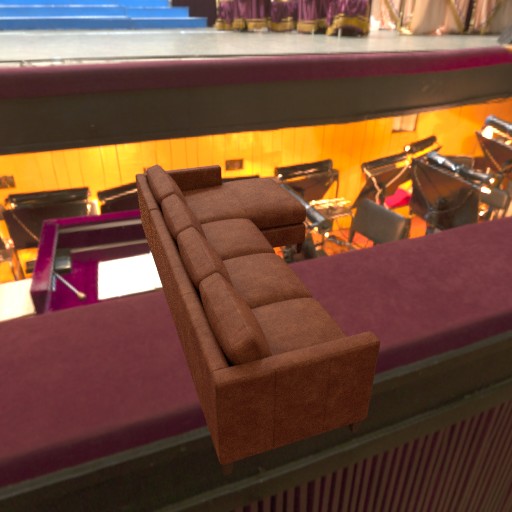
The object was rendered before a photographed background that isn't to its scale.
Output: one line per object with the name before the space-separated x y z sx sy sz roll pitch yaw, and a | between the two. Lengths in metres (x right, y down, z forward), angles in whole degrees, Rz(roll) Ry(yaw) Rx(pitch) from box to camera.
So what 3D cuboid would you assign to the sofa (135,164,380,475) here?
sofa | 0.000 0.000 3.801 1.581 0.883 3.203 -10 31 -17
